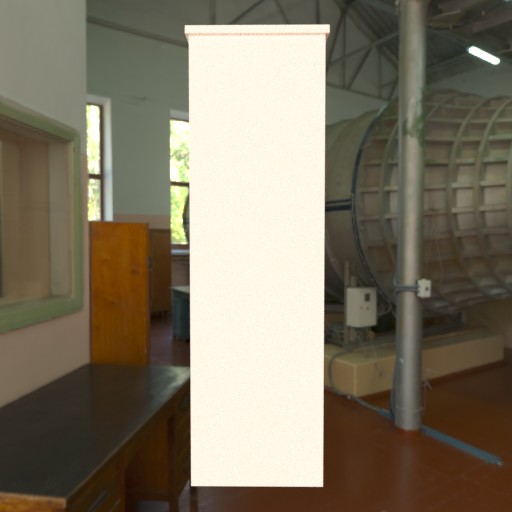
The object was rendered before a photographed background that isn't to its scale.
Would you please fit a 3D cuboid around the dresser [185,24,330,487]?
[{"bbox_3d":[0.000,0.000,1.552,0.399,1.255,0.704,0,2,1],"label":"dresser"}]
